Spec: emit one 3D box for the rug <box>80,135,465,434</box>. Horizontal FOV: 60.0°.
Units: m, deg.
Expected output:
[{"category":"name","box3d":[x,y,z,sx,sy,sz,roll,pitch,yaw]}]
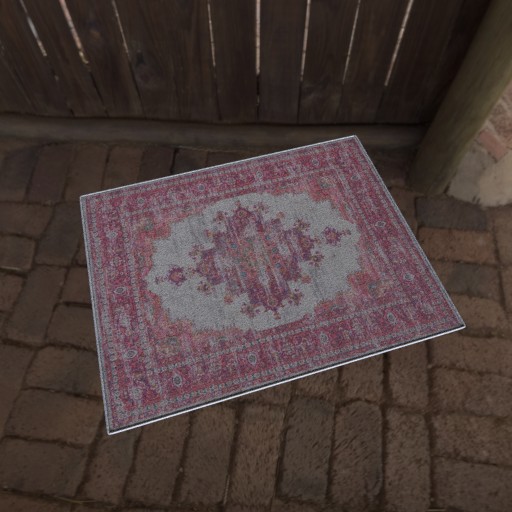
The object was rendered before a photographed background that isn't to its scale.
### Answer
[{"category":"rug","box3d":[0.000,0.000,4.257,3.123,0.017,2.447,-14,60,-8]}]
